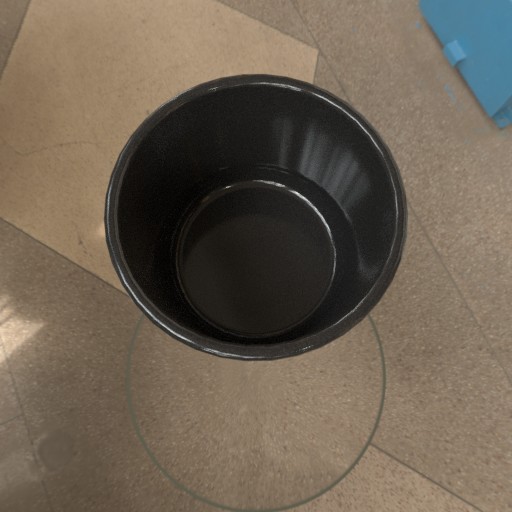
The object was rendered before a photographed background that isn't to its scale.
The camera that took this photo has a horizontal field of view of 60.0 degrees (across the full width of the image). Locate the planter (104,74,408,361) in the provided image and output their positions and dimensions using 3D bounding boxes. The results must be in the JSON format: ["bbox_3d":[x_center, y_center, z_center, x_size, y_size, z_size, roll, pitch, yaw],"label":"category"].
[{"bbox_3d":[0.000,0.000,0.273,0.129,0.177,0.129,0,76,0],"label":"planter"}]
